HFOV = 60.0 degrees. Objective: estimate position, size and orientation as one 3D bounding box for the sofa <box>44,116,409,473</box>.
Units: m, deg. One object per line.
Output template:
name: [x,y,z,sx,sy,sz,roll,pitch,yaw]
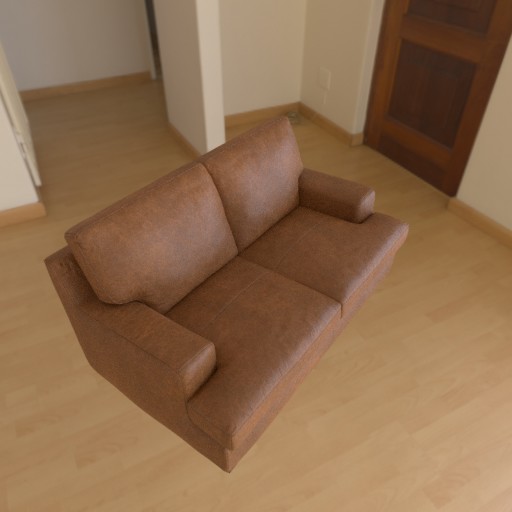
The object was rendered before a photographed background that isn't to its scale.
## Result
sofa: [0.000,0.000,2.524,1.144,0.966,1.880,26,46,28]
